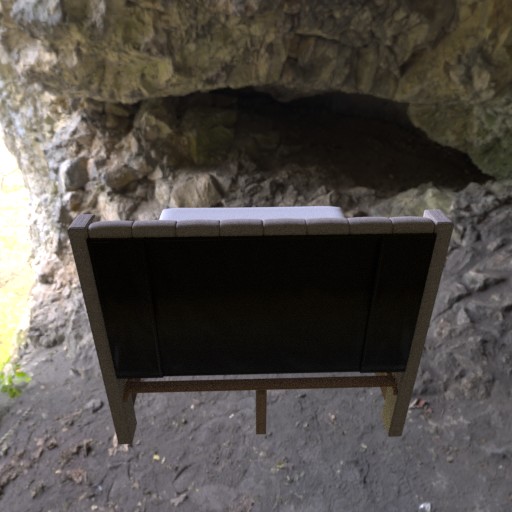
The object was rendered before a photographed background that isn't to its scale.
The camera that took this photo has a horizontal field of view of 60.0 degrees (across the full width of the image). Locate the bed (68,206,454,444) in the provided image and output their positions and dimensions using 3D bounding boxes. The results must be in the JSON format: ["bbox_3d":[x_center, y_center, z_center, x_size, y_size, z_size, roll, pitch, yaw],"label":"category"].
[{"bbox_3d":[0.000,0.000,3.769,2.044,1.748,2.372,-1,30,-2],"label":"bed"}]
